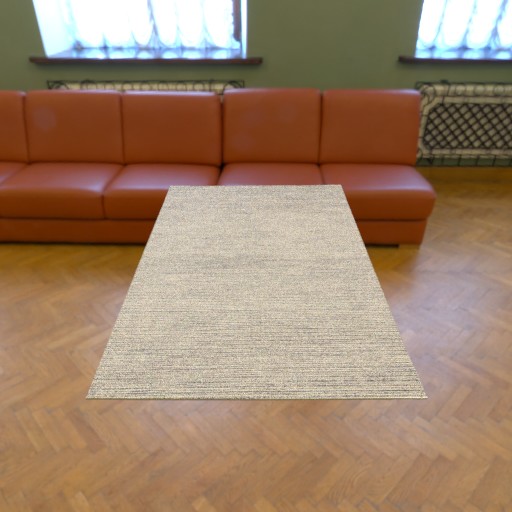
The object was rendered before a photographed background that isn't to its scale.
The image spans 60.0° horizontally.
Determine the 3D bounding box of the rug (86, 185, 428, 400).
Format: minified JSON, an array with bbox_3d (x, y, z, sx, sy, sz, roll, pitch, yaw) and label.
[{"bbox_3d":[0.000,0.000,2.255,1.162,0.022,1.804,0,32,0],"label":"rug"}]
